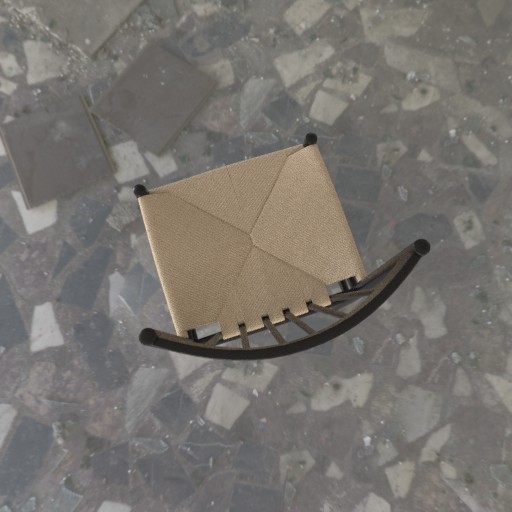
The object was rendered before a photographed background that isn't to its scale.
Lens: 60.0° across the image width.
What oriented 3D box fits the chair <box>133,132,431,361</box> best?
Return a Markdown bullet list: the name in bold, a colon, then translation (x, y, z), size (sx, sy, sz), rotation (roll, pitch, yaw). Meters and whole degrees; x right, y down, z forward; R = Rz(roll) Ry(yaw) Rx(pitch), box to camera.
- **chair**: translation (0.000, 0.000, 1.129), size (0.495, 0.818, 0.516), rotation (-18, 77, -4)
